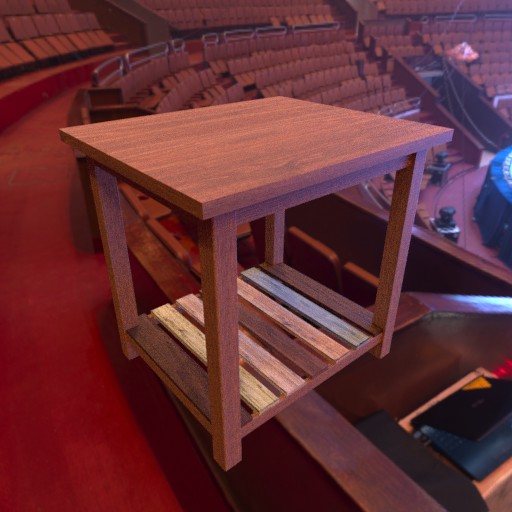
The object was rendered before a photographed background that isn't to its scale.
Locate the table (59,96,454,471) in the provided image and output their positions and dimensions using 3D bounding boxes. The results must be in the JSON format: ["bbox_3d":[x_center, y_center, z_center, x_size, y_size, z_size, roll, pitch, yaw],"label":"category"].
[{"bbox_3d":[0.000,0.000,1.123,0.660,0.635,0.559,-22,36,-34],"label":"table"}]
